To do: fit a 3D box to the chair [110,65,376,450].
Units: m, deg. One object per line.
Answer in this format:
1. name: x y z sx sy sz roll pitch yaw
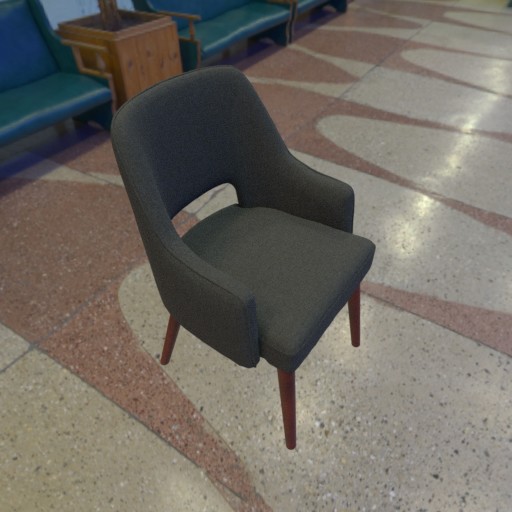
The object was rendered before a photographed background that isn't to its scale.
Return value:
1. chair: 0.000 0.000 1.211 0.560 0.838 0.559 24 47 25
